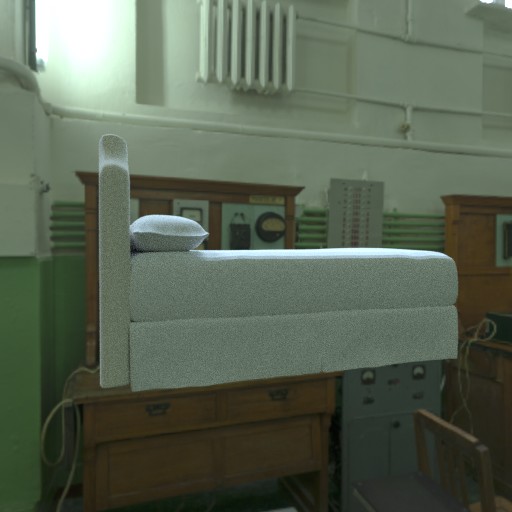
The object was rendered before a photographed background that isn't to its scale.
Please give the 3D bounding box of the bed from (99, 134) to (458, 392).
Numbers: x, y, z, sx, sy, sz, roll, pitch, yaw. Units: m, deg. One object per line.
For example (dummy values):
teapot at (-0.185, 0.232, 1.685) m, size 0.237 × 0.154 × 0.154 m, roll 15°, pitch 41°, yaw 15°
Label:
bed at (0.000, 0.000, 3.833) m, size 2.548 × 1.524 × 2.134 m, roll 0°, pitch 1°, yaw -19°
